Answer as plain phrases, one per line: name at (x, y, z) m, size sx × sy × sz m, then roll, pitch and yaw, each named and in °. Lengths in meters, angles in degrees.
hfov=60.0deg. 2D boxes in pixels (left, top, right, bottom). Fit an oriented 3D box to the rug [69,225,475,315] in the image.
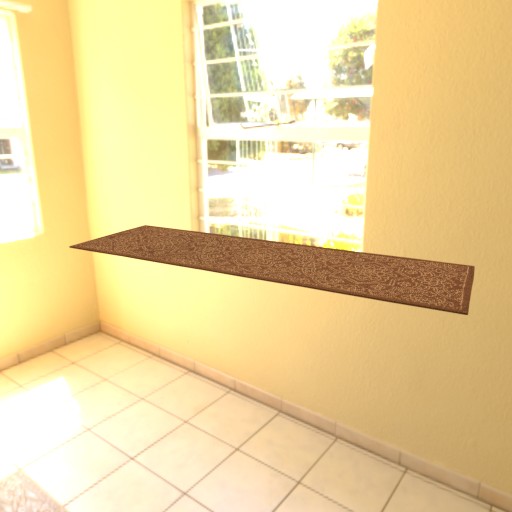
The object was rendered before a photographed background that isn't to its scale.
rug at (0.000, 0.000, 2.767) m, size 2.448 × 0.012 × 0.769 m, roll 8°, pitch 18°, yaw 26°
